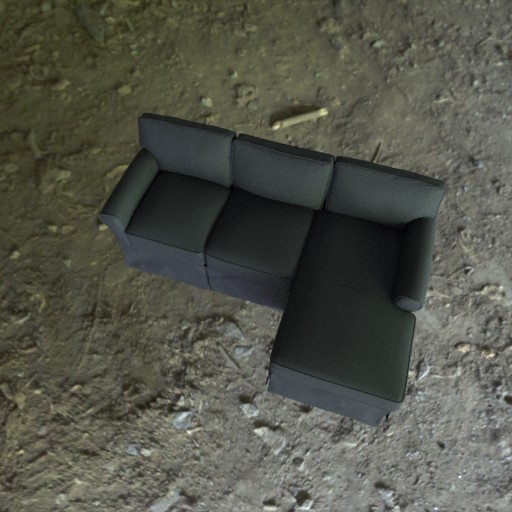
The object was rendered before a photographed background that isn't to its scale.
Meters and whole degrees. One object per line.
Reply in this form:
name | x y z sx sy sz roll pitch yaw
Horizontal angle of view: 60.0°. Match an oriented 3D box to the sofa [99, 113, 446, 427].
sofa | 0.000 0.000 3.374 2.518 1.039 1.637 15 59 10
